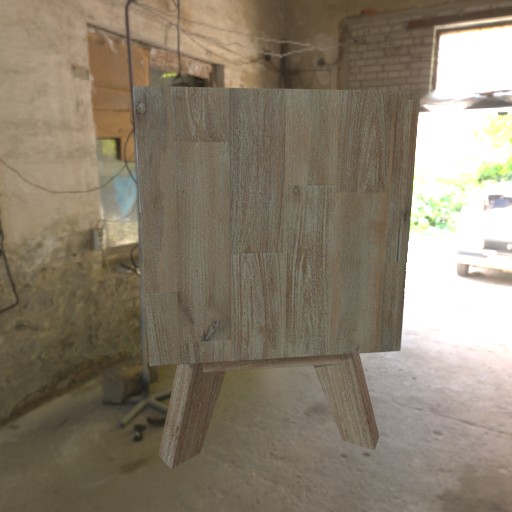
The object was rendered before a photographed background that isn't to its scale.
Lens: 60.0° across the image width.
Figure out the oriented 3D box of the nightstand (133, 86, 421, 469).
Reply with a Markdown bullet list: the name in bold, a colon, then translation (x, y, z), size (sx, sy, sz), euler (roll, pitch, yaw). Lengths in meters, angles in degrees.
- **nightstand**: translation (0.000, 0.000, 0.931), size (0.396, 0.589, 0.552), euler (-2, 13, -7)
